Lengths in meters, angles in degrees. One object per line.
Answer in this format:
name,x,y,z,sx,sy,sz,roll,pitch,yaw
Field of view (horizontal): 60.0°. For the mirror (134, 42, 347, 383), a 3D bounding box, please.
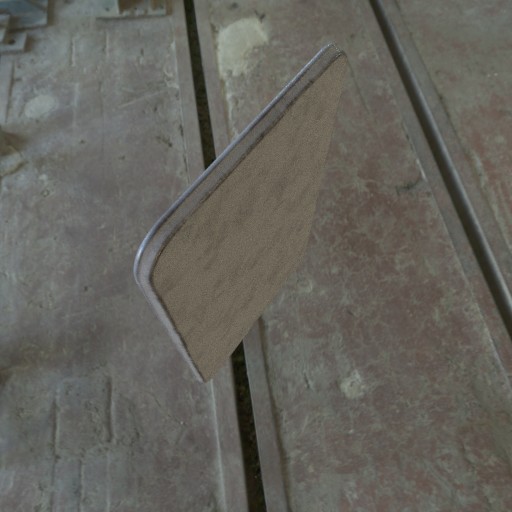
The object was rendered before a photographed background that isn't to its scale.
mirror,0.000,0.000,0.869,0.024,0.713,0.461,33,68,15
